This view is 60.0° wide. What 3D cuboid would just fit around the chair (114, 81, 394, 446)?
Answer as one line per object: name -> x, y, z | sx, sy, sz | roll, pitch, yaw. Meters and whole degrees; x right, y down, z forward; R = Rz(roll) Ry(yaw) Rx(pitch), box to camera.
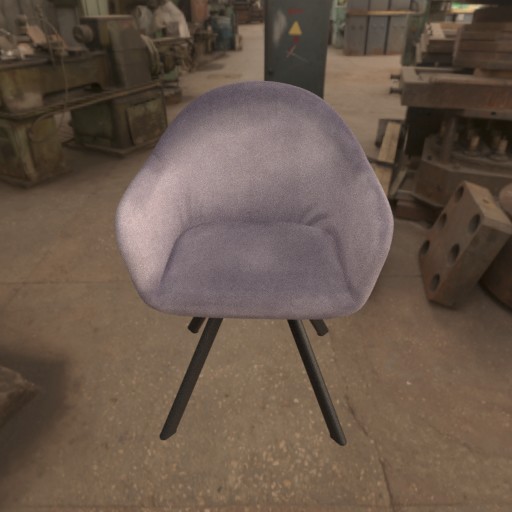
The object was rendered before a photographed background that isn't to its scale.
chair -> 0.000, 0.000, 1.152 | 0.570, 0.780, 0.540 | 1, 31, 2
